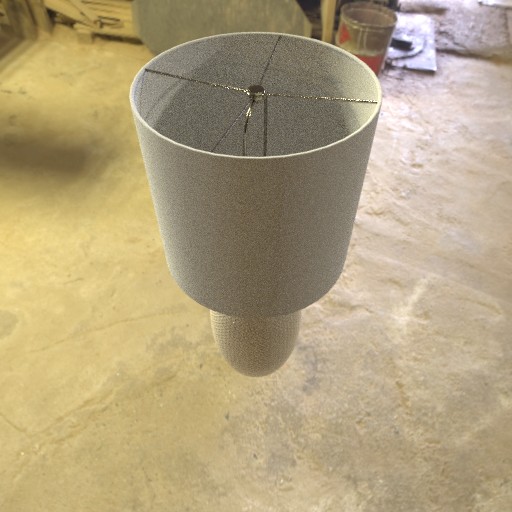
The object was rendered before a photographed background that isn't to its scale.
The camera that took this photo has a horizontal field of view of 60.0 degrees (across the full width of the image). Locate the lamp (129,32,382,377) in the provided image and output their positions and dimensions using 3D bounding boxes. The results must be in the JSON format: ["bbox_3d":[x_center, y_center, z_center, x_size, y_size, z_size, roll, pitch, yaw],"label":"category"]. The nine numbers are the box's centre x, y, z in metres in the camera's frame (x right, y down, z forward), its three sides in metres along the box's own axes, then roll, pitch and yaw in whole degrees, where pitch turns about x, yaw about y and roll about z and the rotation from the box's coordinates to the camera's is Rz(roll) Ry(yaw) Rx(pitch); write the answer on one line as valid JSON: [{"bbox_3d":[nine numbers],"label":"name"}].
[{"bbox_3d":[0.000,0.000,0.555,0.217,0.453,0.217,12,50,10],"label":"lamp"}]
